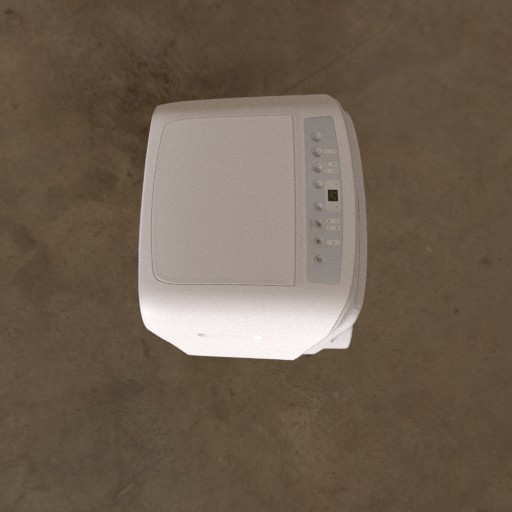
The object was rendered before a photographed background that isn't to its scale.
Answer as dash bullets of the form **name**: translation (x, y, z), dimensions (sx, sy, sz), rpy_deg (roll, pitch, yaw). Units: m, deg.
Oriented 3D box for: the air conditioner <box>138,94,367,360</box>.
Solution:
- **air conditioner**: translation (0.000, 0.000, 1.099), dimensions (0.467, 0.765, 0.478), rpy_deg (0, 75, 0)
